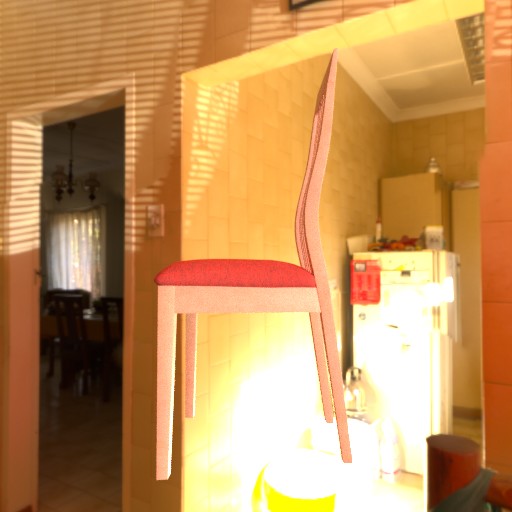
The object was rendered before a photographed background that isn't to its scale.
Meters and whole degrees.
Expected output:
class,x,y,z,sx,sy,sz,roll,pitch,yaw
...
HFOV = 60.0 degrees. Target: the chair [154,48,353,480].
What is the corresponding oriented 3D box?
class,x,y,z,sx,sy,sz,roll,pitch,yaw
chair,0.000,0.000,1.236,0.474,1.027,0.460,0,-1,0
